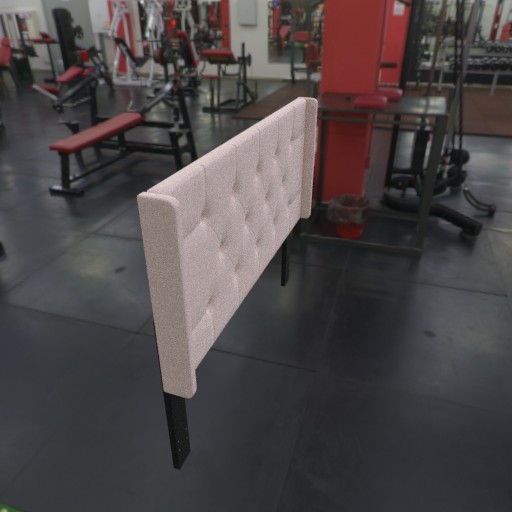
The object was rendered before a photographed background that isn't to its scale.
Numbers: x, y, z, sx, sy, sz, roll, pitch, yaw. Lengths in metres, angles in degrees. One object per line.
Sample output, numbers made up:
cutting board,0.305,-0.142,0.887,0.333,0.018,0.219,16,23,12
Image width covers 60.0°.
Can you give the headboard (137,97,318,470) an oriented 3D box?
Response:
headboard,0.000,0.000,2.698,0.184,1.524,2.051,10,31,18
